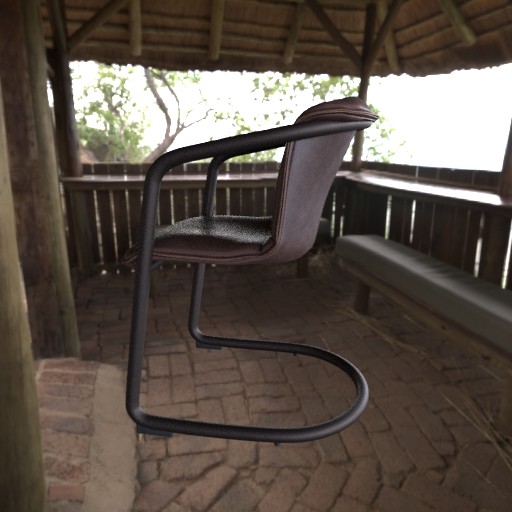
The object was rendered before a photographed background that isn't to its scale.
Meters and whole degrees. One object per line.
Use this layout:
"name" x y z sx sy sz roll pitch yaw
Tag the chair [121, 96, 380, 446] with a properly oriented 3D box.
"chair" 0.000 0.000 1.247 0.664 0.836 0.536 3 14 10
